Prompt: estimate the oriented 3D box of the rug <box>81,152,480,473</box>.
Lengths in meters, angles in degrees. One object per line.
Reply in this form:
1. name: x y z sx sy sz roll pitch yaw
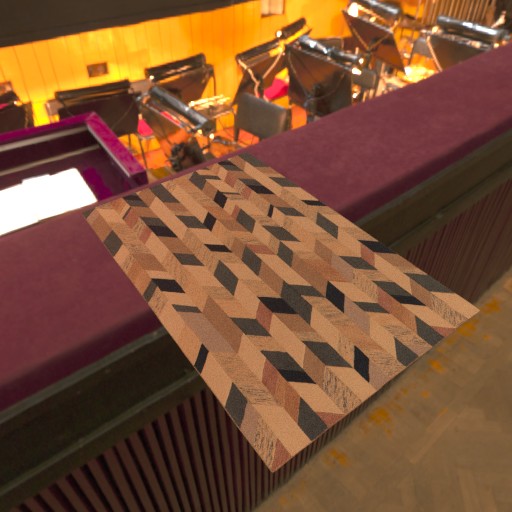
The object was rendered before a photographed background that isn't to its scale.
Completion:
1. rug: 0.000 0.000 2.288 1.202 0.006 1.813 -26 48 -26
